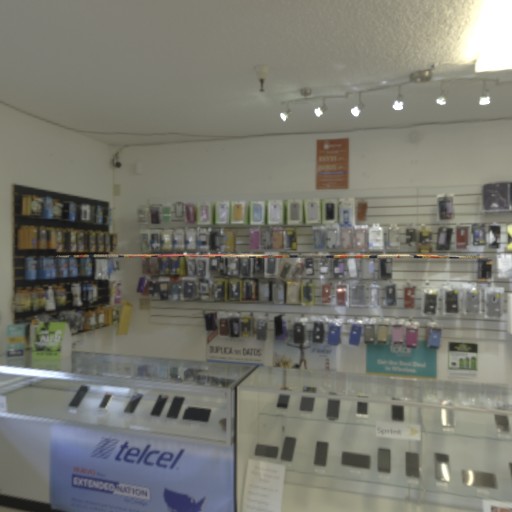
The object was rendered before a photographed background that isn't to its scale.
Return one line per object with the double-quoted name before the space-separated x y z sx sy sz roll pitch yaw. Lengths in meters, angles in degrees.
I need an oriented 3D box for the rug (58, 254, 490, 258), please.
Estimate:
"rug" 0.000 0.000 2.700 2.455 0.017 0.695 0 0 18
